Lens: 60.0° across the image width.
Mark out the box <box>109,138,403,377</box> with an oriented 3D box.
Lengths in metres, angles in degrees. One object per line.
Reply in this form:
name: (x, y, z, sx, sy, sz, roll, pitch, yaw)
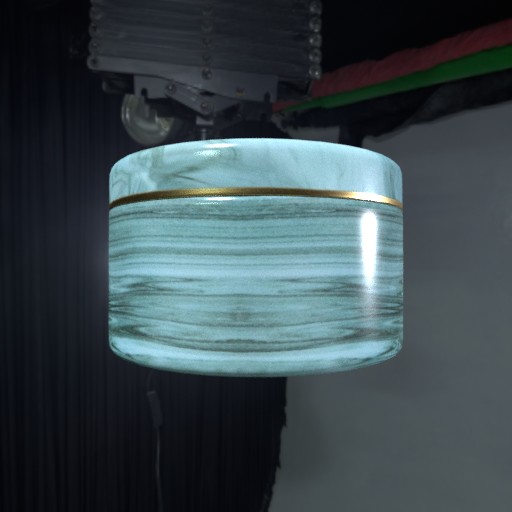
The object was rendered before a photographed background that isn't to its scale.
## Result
box: (0.000, 0.000, 0.161, 0.101, 0.063, 0.101, 0, -1, 0)
